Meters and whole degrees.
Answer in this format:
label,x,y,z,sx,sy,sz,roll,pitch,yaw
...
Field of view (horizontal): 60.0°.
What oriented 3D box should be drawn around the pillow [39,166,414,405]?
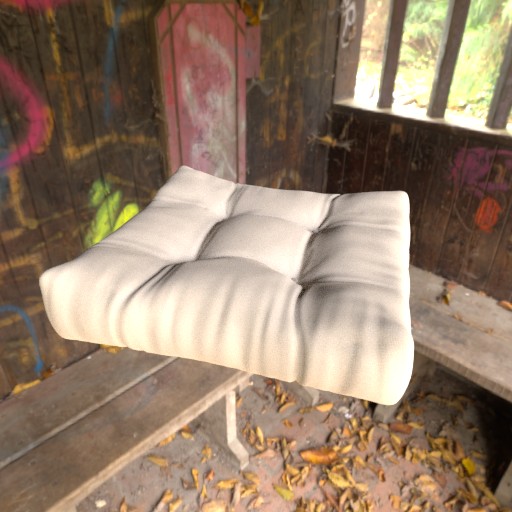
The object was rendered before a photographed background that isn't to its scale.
label,x,y,z,sx,sy,sz,roll,pitch,yaw
pillow,0.000,0.000,0.733,0.490,0.128,0.468,9,32,14
